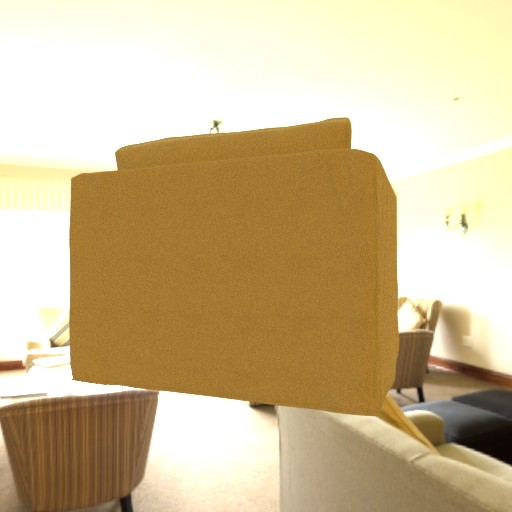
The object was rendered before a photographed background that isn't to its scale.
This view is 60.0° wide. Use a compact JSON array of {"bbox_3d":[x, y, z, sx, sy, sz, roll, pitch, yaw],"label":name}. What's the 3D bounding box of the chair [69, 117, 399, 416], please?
[{"bbox_3d":[0.000,0.000,1.760,1.057,0.863,0.949,-1,-1,21],"label":"chair"}]
